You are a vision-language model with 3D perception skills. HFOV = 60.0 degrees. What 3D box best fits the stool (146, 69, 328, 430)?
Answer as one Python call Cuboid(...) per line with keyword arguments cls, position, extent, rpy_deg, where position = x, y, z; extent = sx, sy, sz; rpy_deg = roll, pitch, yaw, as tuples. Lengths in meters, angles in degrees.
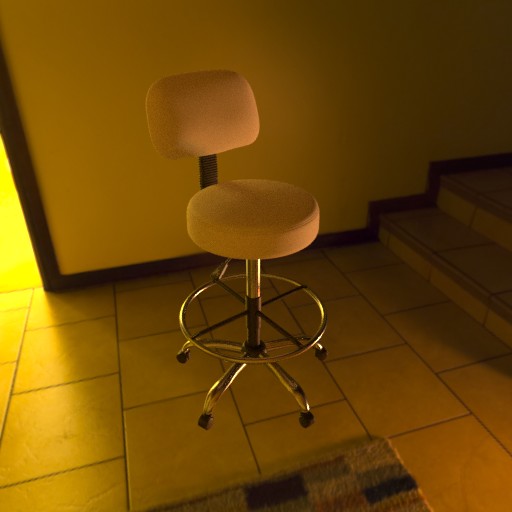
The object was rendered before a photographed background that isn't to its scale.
Cuboid(cls="stool", position=(0.000, 0.000, 1.459), extent=(0.609, 1.080, 0.616), rpy_deg=(-21, 35, -32))
